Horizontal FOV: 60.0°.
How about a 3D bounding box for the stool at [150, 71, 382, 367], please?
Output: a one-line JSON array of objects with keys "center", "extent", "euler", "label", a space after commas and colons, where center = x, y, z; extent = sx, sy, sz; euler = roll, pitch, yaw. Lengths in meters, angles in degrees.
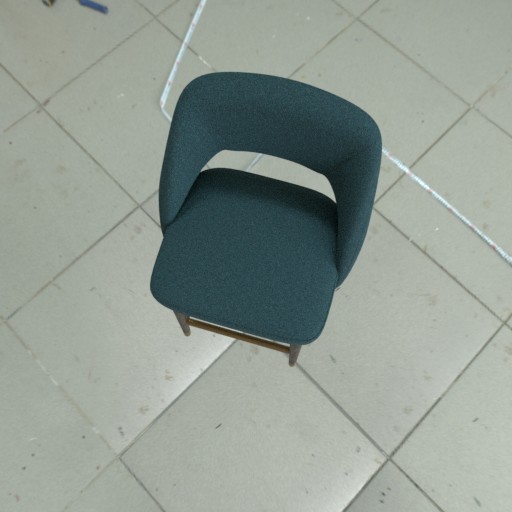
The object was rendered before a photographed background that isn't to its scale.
[{"center": [0.000, 0.000, 1.358], "extent": [0.536, 1.032, 0.522], "euler": [15, 74, 4], "label": "stool"}]
